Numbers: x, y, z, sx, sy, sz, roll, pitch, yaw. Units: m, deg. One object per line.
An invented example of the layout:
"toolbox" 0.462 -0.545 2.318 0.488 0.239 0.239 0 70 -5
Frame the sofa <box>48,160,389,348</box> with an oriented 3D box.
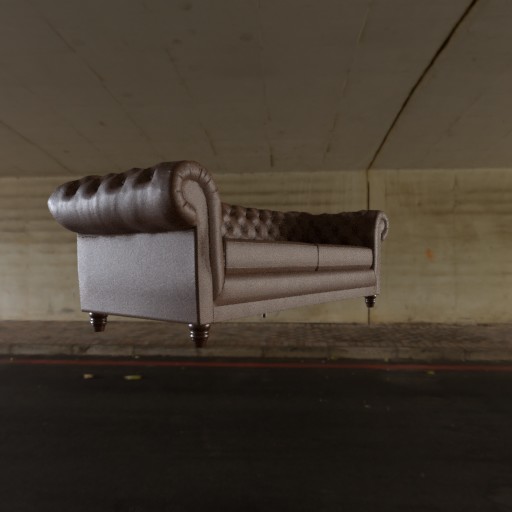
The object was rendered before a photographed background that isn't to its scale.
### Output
"sofa" 0.000 0.000 2.862 0.944 0.783 2.385 0 -1 36
